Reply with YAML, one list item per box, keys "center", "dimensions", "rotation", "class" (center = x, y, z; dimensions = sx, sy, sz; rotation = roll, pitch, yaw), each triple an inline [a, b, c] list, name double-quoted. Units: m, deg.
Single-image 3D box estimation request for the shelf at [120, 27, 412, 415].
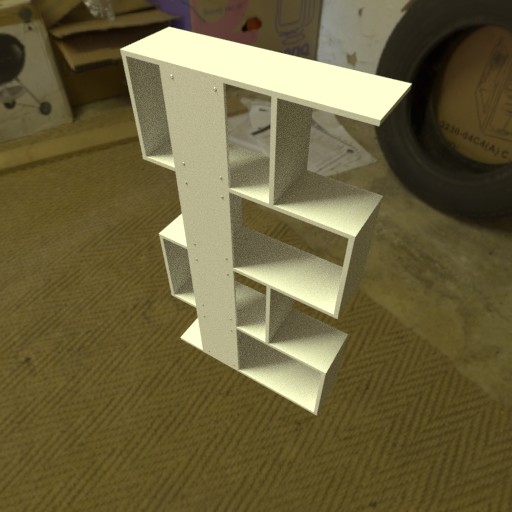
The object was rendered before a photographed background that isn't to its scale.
- center: [0.000, 0.000, 1.938]
  dimensions: [0.890, 1.650, 0.250]
  rotation: [24, 50, 22]
  class: "shelf"
